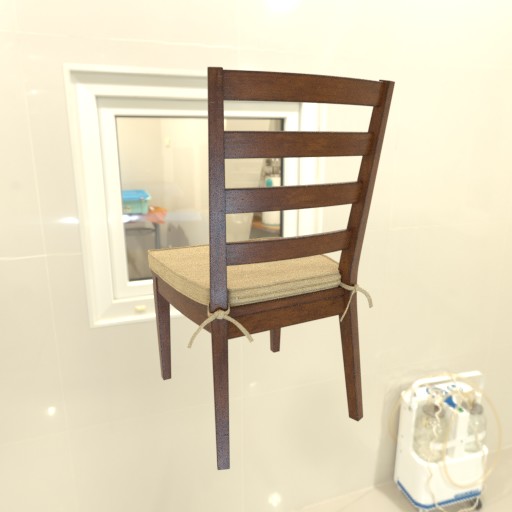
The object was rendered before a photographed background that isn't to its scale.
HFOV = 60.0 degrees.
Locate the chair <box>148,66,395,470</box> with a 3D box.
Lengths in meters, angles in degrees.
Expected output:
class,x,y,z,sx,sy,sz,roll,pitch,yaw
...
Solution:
class,x,y,z,sx,sy,sz,roll,pitch,yaw
chair,0.000,0.000,1.354,0.593,0.979,0.595,-8,17,-27
